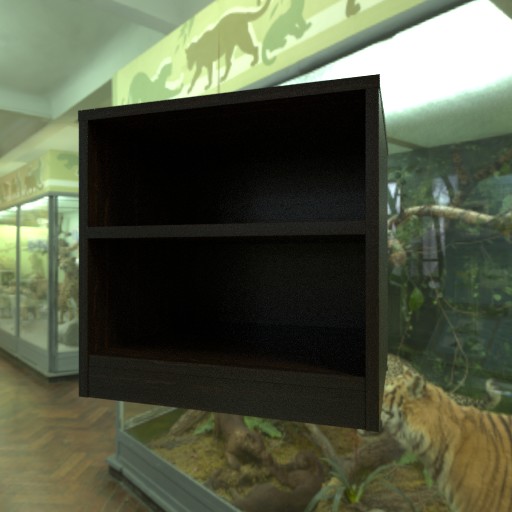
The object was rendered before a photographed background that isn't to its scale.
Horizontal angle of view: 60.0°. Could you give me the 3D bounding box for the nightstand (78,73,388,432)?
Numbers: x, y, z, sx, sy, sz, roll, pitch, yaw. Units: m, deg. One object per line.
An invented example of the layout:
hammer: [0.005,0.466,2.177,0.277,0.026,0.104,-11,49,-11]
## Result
nightstand: [0.000,0.000,0.869,0.489,0.487,0.427,0,0,18]
